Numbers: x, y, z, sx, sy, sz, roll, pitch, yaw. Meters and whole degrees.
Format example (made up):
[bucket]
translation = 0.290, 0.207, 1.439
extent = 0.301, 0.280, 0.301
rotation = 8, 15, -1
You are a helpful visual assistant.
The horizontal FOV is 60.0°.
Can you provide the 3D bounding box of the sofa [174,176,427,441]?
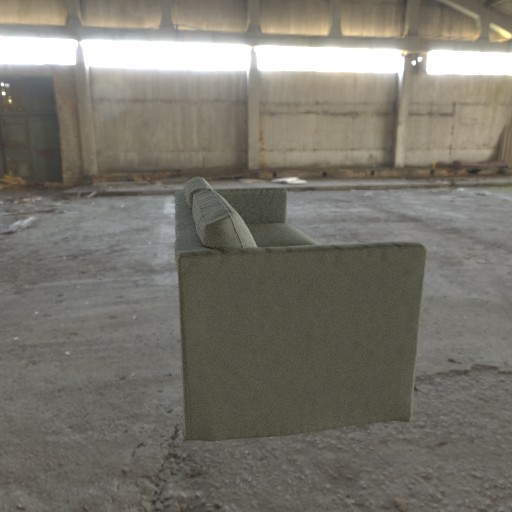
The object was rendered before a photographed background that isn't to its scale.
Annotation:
[sofa]
translation = 0.000, 0.000, 2.717
extent = 0.962, 0.853, 2.312
rotation = -2, 14, -10
